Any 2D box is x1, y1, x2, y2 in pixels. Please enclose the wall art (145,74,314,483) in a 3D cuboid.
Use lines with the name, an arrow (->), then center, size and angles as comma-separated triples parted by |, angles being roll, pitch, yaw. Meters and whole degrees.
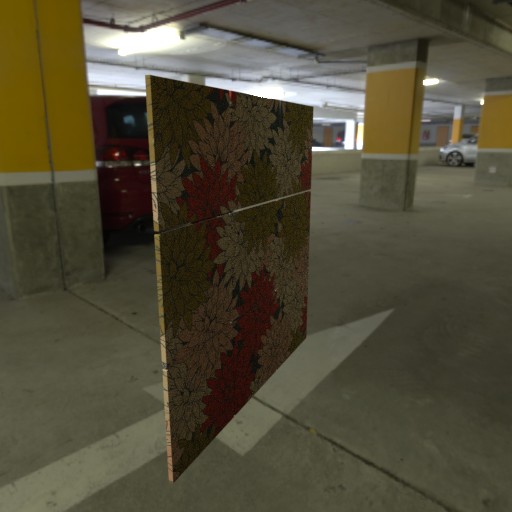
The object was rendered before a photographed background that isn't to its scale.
wall art -> 0.000, 0.000, 1.337 | 0.013, 0.913, 0.904 | 7, 16, 26
